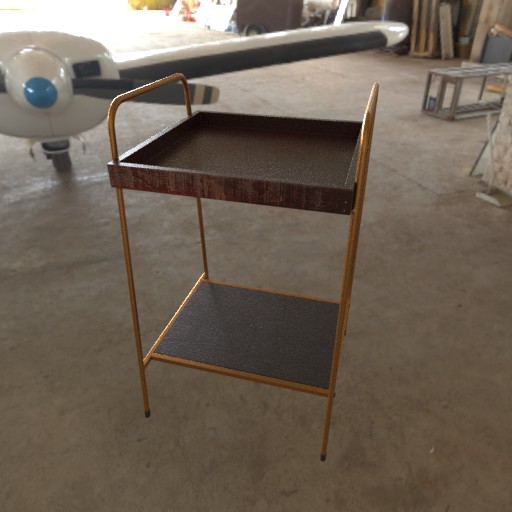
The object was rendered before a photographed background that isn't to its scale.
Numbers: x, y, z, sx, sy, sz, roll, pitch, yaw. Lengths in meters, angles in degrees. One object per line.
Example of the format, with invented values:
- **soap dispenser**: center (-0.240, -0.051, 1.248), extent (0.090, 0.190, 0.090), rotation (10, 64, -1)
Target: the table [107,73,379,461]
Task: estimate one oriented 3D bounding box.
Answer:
- **table**: center (0.000, 0.000, 0.990), extent (0.430, 0.710, 0.430), rotation (8, 32, 13)
